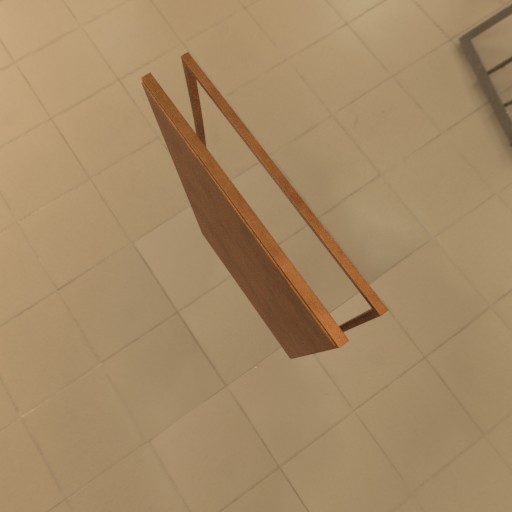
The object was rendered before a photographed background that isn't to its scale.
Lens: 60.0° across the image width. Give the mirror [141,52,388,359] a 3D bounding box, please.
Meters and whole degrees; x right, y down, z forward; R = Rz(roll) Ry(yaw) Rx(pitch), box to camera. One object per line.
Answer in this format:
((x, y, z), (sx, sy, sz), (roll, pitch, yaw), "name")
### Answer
((0.000, 0.000, 0.969), (0.082, 0.768, 0.468), (-34, 78, -8), "mirror")
